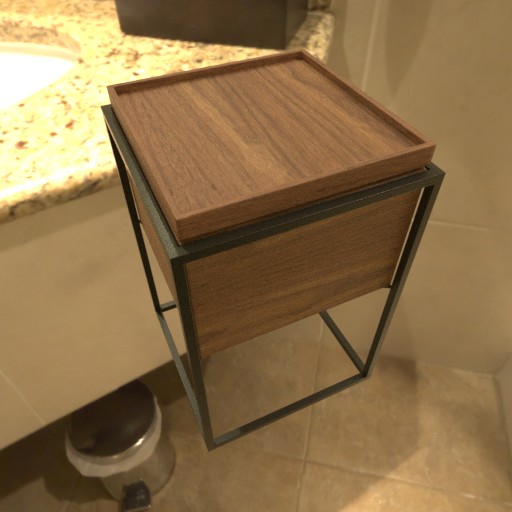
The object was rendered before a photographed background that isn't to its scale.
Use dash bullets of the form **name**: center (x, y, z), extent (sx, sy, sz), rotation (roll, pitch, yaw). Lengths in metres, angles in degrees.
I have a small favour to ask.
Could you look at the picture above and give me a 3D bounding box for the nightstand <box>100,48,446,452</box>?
- **nightstand**: center (0.000, 0.000, 0.870), extent (0.397, 0.607, 0.397), rotation (-18, 48, -17)
